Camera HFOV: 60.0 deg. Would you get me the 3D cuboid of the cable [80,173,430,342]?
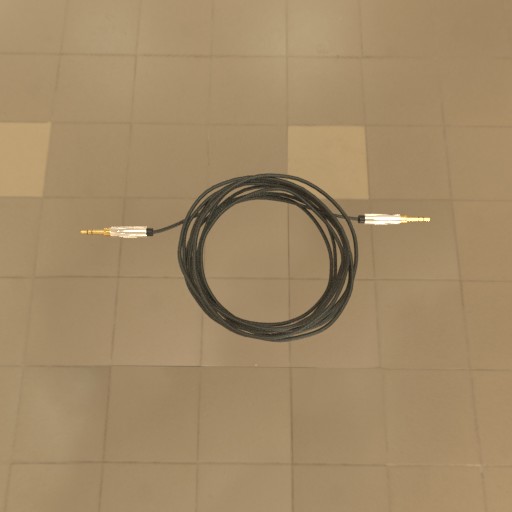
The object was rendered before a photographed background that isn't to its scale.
[{"bbox_3d":[0.000,0.000,0.512,0.432,0.069,0.198,0,76,0],"label":"cable"}]
